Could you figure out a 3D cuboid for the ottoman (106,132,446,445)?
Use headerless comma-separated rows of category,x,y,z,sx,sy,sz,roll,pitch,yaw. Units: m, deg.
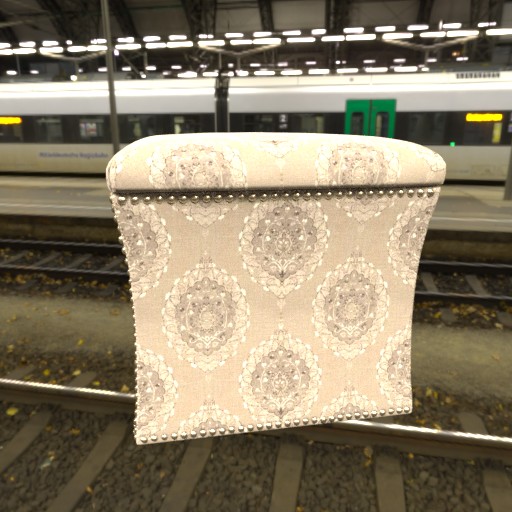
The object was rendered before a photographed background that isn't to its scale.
ottoman,0.000,0.000,0.882,0.497,0.473,0.507,-3,16,-10
